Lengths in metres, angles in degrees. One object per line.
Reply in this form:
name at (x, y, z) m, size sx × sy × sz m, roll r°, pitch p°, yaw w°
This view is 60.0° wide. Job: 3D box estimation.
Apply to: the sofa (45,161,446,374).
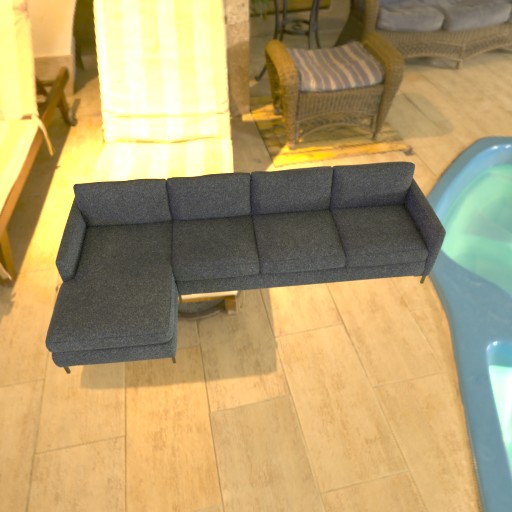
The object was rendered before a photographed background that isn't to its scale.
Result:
sofa at (0.000, 0.000, 3.439) m, size 2.932 × 0.810 × 1.350 m, roll -5°, pitch 45°, yaw -5°
